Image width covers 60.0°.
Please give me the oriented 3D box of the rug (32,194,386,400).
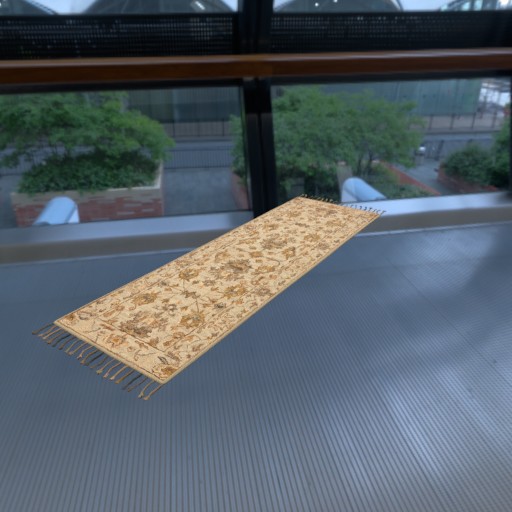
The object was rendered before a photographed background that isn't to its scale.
[{"bbox_3d":[0.000,0.000,2.672,0.729,0.021,2.438,17,30,31],"label":"rug"}]
